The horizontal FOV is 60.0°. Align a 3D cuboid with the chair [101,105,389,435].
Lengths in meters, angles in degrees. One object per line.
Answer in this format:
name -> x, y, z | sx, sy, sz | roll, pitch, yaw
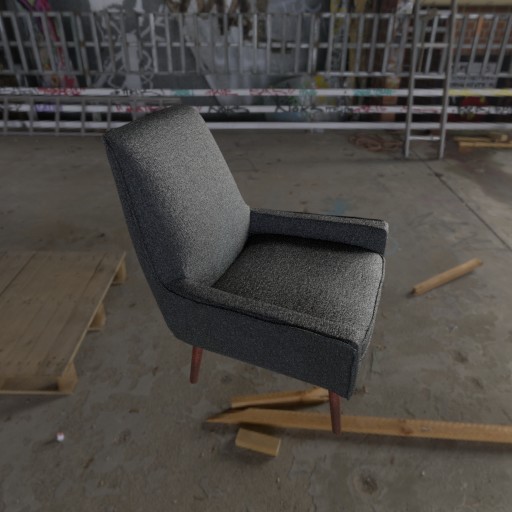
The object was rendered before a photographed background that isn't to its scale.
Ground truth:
chair -> 0.000, 0.000, 1.533 | 0.859, 0.883, 0.763 | 11, 32, 17
